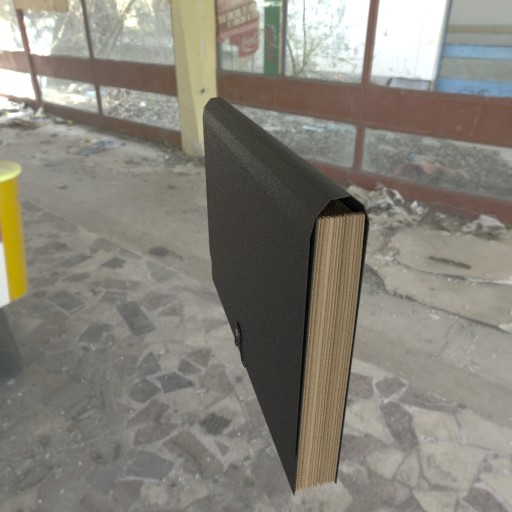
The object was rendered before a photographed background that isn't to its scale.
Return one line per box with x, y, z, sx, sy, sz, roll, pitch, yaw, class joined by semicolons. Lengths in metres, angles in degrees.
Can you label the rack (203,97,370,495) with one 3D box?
0.000;0.000;0.424;0.041;0.241;0.330;-8;29;-14;rack
